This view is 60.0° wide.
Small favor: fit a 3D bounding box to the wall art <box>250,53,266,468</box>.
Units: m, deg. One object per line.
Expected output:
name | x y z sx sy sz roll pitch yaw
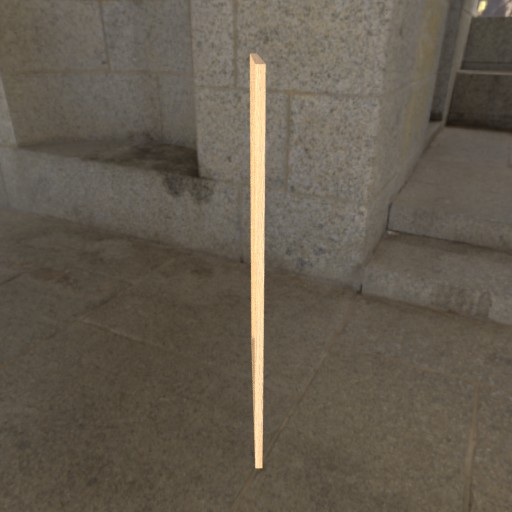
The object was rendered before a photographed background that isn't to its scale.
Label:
wall art | 0.000 0.000 0.835 0.013 0.683 0.381 -1 26 -1
